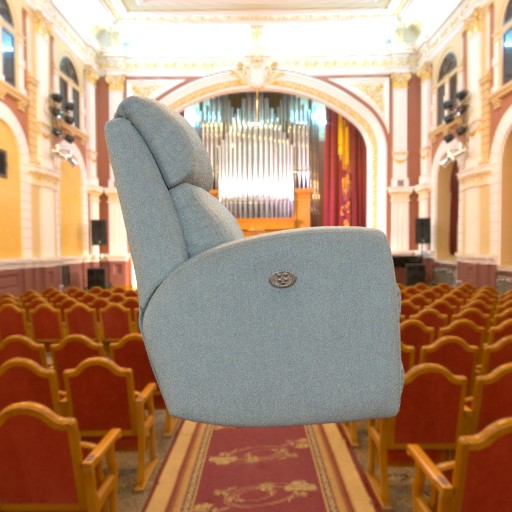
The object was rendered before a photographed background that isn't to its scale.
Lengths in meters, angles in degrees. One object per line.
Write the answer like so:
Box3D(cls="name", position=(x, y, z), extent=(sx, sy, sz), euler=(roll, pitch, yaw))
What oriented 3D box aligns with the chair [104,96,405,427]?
Box3D(cls="chair", position=(0.000, 0.000, 1.644), extent=(0.940, 1.016, 0.794), euler=(0, 1, 1))
